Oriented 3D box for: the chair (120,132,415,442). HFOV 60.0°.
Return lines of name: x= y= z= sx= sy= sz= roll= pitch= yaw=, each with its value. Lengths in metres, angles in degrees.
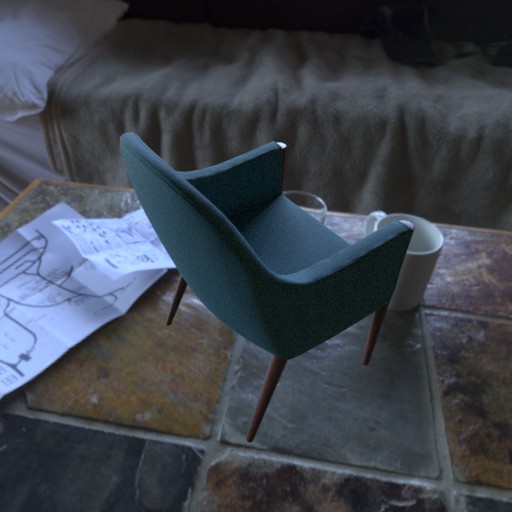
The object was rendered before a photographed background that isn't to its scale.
chair: x=0.000 y=0.000 z=1.383 sx=0.652 sy=0.907 sz=0.656 roll=-24 pitch=46 yaw=-25
